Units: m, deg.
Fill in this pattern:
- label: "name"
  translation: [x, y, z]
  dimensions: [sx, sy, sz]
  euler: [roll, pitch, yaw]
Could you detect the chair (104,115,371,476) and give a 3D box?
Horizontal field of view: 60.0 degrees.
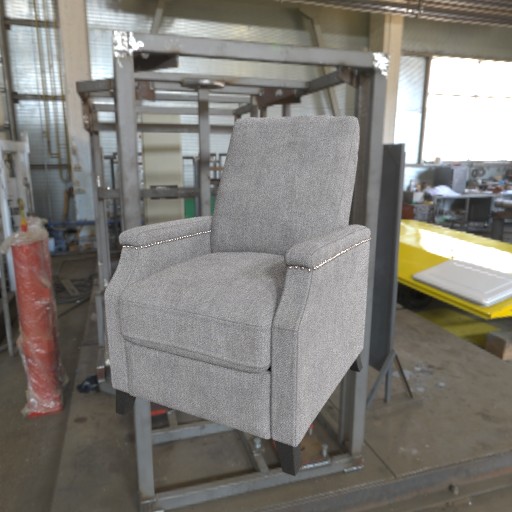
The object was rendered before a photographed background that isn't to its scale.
- label: "chair"
  translation: [0.000, 0.000, 1.657]
  dimensions: [0.710, 1.049, 0.922]
  euler: [7, 14, 27]
